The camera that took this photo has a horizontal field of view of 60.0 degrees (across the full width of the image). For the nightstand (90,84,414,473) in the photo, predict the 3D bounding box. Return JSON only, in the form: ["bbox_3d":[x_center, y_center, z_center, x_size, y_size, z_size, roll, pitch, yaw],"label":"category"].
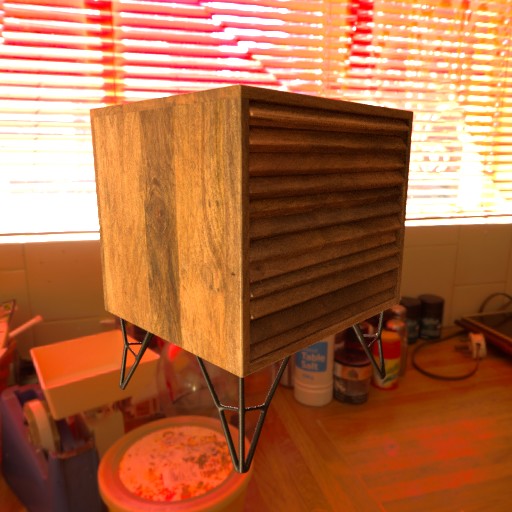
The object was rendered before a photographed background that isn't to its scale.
[{"bbox_3d":[0.000,0.000,0.888,0.406,0.559,0.457,12,17,44],"label":"nightstand"}]
